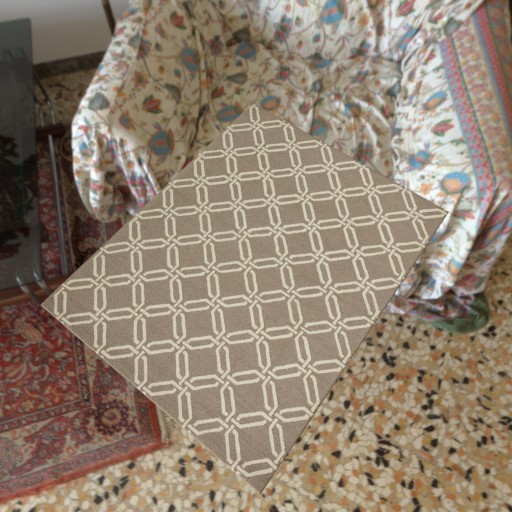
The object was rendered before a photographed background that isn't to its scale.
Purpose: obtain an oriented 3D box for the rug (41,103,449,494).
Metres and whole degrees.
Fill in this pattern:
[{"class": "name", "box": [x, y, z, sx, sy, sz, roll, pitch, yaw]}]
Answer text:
[{"class": "rug", "box": [0.000, 0.000, 3.888, 2.288, 0.018, 2.895, 34, 67, 16]}]
